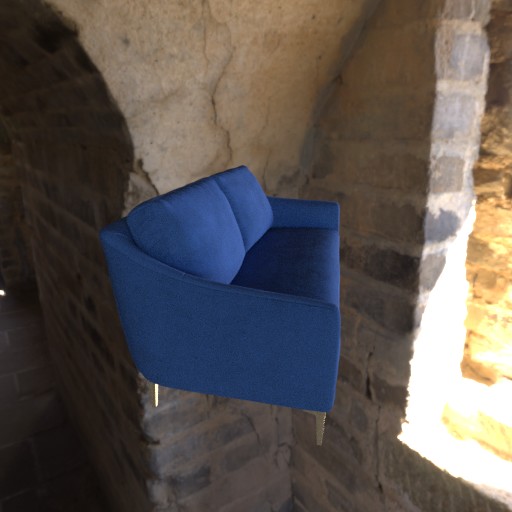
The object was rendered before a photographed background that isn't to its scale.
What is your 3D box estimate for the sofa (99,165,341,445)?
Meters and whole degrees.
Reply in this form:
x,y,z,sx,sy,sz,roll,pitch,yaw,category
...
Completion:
x,y,z,sx,sy,sz,roll,pitch,yaw,category
0.000,0.000,2.553,0.960,0.903,2.036,3,17,10,sofa
